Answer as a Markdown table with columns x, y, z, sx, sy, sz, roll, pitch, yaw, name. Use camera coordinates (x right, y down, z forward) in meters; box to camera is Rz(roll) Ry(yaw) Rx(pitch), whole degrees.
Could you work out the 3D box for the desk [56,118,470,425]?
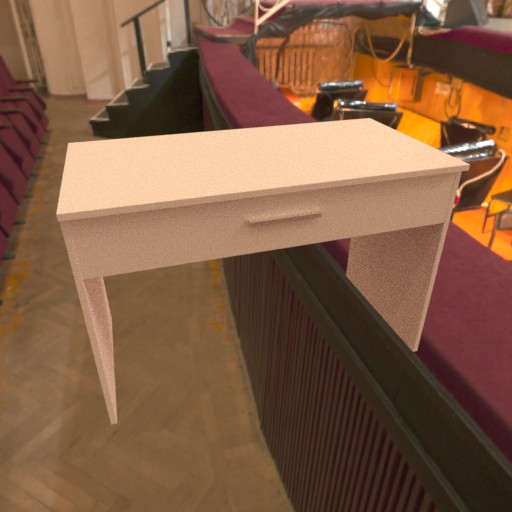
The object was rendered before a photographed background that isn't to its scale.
| x | y | z | sx | sy | sz | roll | pitch | yaw | name |
| --- | --- | --- | --- | --- | --- | --- | --- | --- | --- |
| 0.000 | 0.000 | 1.535 | 1.100 | 0.730 | 0.560 | -9 | 32 | -15 | desk |
